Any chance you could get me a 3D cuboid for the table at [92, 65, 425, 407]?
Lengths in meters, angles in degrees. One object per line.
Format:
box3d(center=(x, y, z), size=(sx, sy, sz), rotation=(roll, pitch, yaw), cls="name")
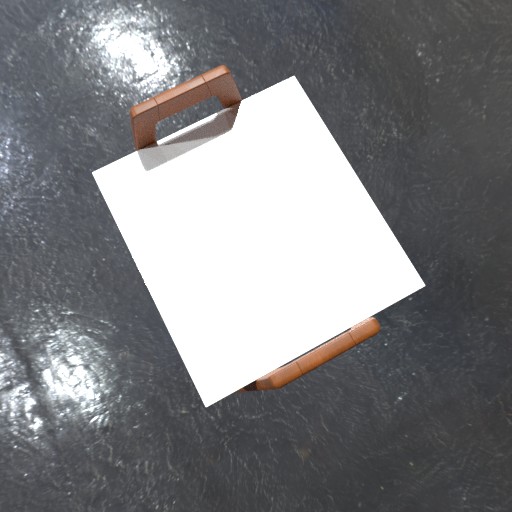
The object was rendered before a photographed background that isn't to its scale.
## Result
box3d(center=(0.000, 0.000, 0.915), size=(0.405, 0.610, 0.457), rotation=(-28, 79, -6), cls="table")
